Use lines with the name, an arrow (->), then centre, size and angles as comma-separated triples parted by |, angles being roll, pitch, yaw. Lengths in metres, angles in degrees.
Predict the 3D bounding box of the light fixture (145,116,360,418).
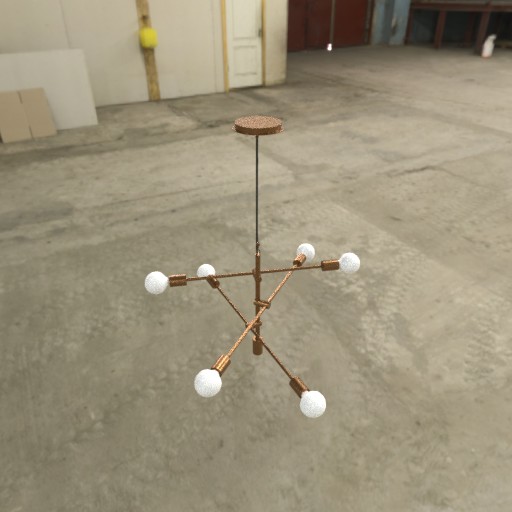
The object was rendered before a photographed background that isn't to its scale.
light fixture -> 0.000, 0.000, 1.240 | 0.637, 0.744, 0.682 | 0, 31, 0
